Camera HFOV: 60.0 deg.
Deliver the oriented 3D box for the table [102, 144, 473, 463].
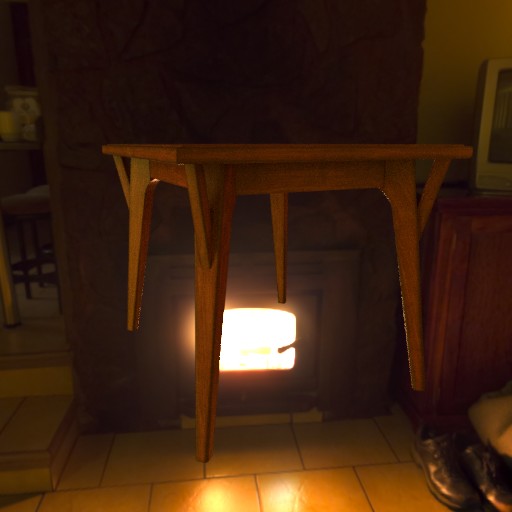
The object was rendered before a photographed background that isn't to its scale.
[{"bbox_3d":[0.000,0.000,1.557,0.838,0.761,0.991,-7,16,-26],"label":"table"}]
